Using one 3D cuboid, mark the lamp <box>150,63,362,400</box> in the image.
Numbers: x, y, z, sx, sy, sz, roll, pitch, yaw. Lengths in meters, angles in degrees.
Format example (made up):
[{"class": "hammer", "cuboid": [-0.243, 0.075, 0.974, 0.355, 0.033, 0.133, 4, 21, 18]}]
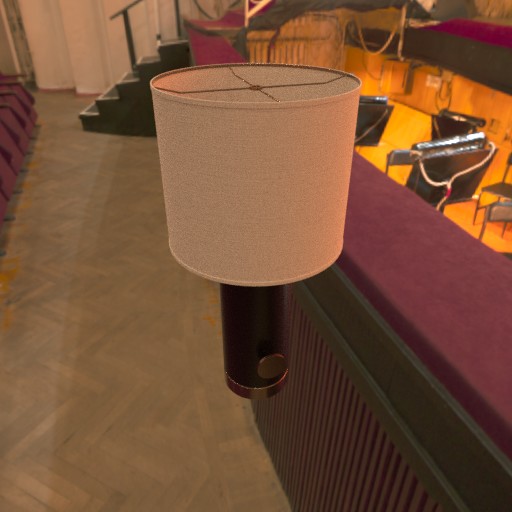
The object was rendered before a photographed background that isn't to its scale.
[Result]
[{"class": "lamp", "cuboid": [0.000, 0.000, 0.640, 0.241, 0.482, 0.240, -10, 33, -16]}]
